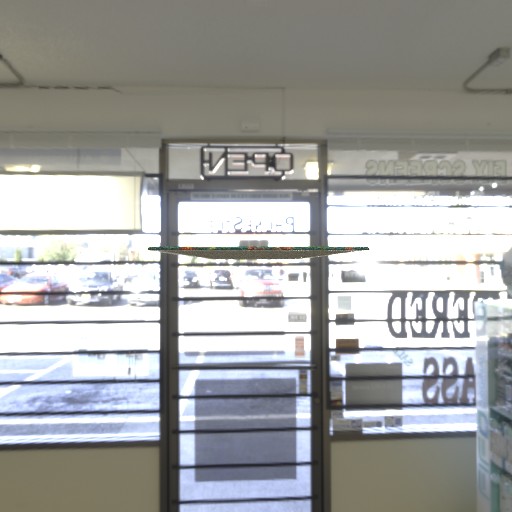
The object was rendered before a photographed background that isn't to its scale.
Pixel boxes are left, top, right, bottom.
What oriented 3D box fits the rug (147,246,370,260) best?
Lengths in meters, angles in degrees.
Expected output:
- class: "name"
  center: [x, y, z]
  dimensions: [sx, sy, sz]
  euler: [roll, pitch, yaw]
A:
- class: "rug"
  center: [0.000, 0.000, 2.475]
  dimensions: [0.686, 0.013, 2.286]
  euler: [0, -1, 0]
